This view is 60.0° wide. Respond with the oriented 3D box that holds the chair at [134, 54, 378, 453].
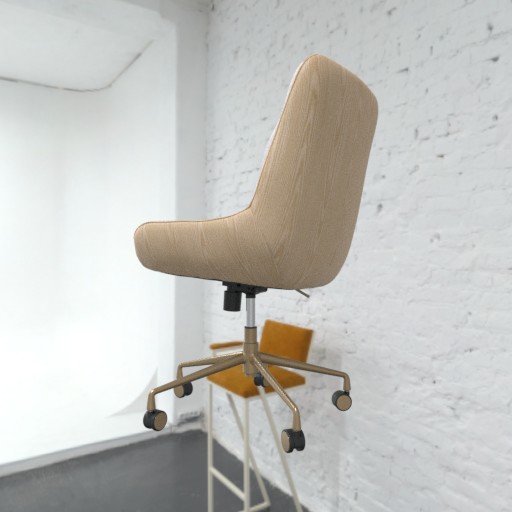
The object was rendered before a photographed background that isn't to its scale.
[{"bbox_3d":[0.000,0.000,1.334,0.668,0.952,0.564,0,-1,36],"label":"chair"}]
